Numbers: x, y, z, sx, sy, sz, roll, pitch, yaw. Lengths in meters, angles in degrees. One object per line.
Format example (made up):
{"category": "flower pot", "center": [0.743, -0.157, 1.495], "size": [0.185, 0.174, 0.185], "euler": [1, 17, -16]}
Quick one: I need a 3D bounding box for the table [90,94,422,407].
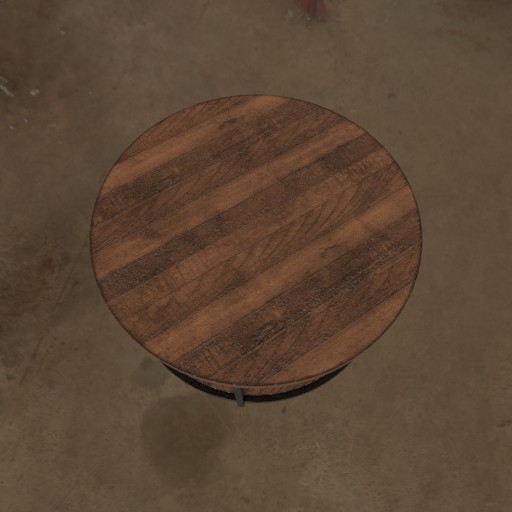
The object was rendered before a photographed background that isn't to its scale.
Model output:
{"category": "table", "center": [0.000, 0.000, 1.336], "size": [0.837, 0.462, 0.837], "euler": [0, 65, 0]}
